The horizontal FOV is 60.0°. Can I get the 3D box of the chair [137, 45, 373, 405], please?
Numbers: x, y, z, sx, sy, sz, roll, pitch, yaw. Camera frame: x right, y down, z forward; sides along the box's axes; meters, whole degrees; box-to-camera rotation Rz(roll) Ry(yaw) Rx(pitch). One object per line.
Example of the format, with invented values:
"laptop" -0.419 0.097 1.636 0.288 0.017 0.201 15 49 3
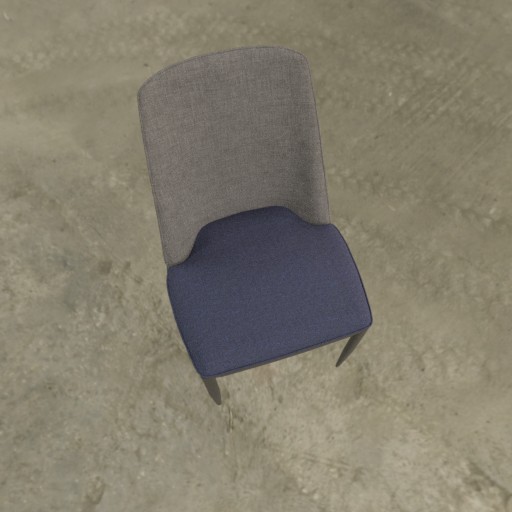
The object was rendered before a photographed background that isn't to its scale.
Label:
"chair" 0.000 0.000 1.166 0.488 0.855 0.550 -16 63 -8
